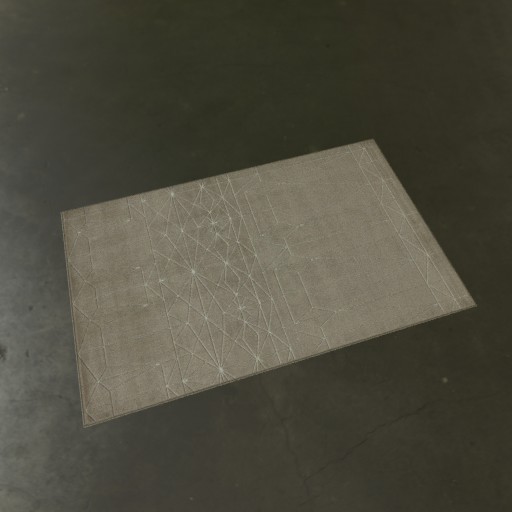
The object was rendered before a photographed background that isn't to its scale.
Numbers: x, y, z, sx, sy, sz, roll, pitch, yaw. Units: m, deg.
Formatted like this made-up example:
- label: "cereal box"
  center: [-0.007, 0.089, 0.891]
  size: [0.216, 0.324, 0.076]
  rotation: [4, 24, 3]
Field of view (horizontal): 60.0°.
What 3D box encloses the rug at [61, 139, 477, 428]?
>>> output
- label: "rug"
  center: [0.000, 0.000, 2.974]
  size: [2.438, 0.012, 1.524]
  rotation: [-15, 60, -9]
